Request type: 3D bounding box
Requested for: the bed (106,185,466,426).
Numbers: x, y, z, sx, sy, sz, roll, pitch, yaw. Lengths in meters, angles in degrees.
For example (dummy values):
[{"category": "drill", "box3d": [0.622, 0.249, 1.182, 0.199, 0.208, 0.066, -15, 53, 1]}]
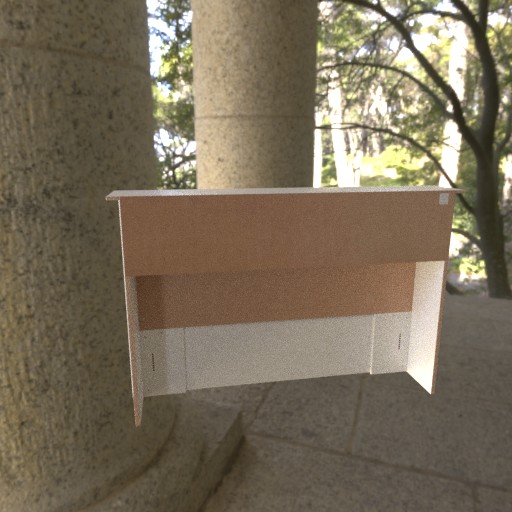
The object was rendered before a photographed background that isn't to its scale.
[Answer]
[{"category": "bed", "box3d": [0.000, 0.000, 3.144, 1.671, 1.092, 2.133, -3, 14, -10]}]
